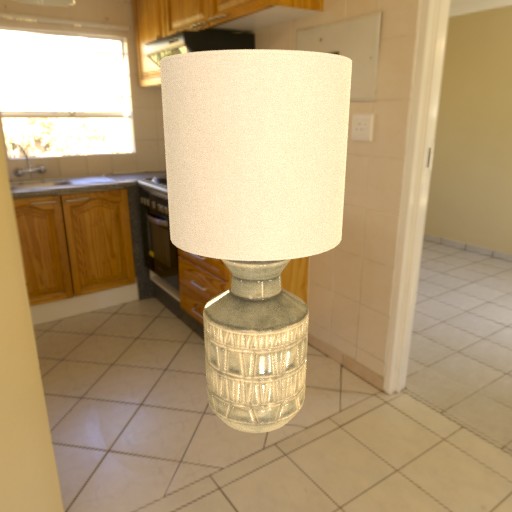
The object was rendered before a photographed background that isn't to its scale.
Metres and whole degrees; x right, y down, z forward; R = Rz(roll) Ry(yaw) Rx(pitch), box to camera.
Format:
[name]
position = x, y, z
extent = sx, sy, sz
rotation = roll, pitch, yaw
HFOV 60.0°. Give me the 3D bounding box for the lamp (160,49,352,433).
[lamp]
position = 0.000, 0.000, 0.566
extent = 0.211, 0.455, 0.211
rotation = -16, 24, -42
